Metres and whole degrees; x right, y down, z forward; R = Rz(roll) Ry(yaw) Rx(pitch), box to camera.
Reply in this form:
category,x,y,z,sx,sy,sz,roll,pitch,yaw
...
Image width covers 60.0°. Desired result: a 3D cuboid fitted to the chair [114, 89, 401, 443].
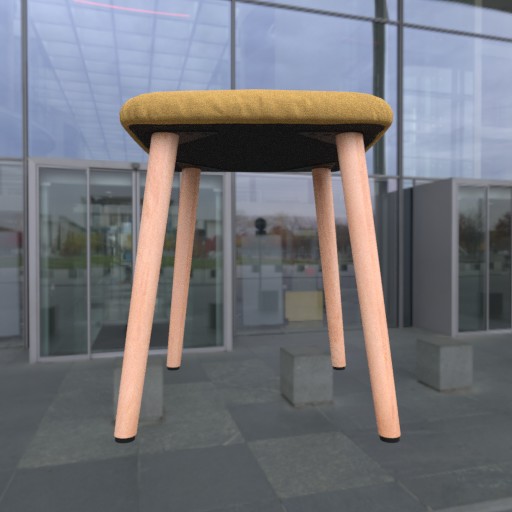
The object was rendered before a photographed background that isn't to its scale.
category,x,y,z,sx,sy,sz,roll,pitch,yaw
chair,0.000,0.000,0.691,0.350,0.440,0.350,0,1,0
